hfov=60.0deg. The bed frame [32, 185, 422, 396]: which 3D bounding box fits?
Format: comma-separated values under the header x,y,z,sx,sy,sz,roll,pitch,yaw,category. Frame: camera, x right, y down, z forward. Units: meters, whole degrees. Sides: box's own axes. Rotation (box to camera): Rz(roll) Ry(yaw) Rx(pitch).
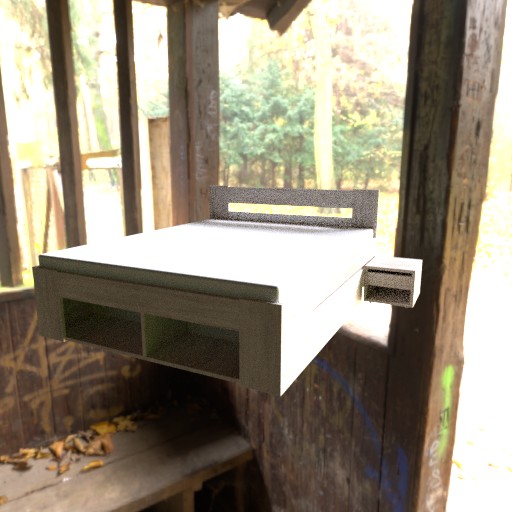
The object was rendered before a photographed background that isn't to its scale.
x,y,z,sx,sy,sz,roll,pitch,yaw,category
0.000,0.000,3.168,2.040,0.860,2.050,6,13,26,bed frame
